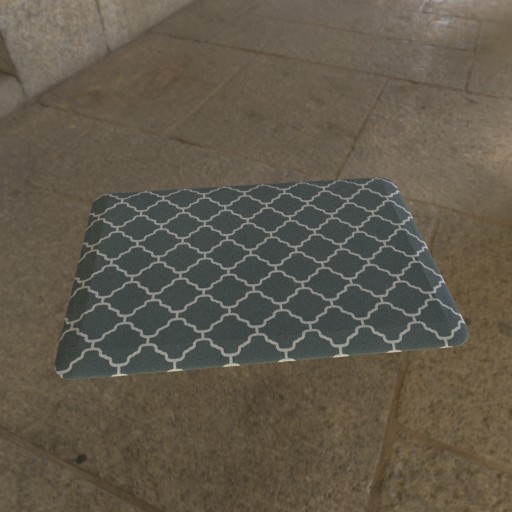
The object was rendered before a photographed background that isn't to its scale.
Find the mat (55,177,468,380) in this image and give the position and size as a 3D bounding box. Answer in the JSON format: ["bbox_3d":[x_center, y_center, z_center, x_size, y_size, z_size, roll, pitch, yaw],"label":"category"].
[{"bbox_3d":[0.000,0.000,0.957,0.762,0.021,0.508,-4,47,-4],"label":"mat"}]
